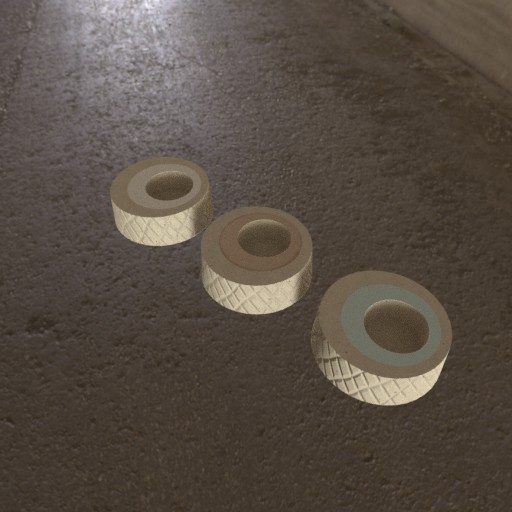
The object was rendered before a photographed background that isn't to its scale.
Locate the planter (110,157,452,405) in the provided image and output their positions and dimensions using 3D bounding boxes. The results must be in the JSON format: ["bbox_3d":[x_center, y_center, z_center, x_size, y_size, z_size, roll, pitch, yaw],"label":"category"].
[{"bbox_3d":[0.000,0.000,0.439,0.390,0.038,0.114,32,54,26],"label":"planter"}]
